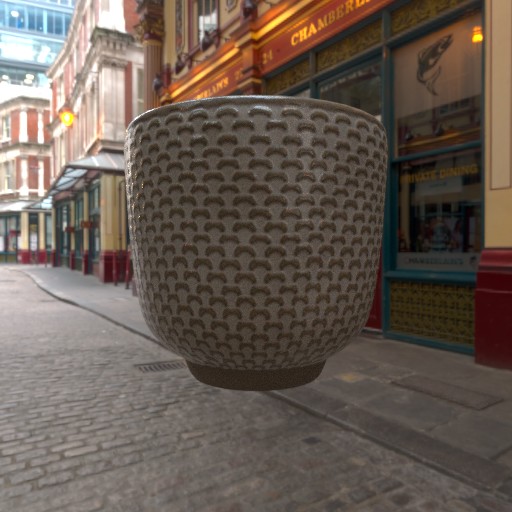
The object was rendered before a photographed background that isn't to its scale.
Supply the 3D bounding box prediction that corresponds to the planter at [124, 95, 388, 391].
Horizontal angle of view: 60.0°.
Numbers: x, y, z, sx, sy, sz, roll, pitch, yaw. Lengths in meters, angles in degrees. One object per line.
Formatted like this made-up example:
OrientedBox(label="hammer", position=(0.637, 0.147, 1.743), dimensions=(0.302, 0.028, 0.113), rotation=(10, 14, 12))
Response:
OrientedBox(label="planter", position=(0.000, 0.000, 0.303), dimensions=(0.173, 0.160, 0.173), rotation=(0, 0, 0))
